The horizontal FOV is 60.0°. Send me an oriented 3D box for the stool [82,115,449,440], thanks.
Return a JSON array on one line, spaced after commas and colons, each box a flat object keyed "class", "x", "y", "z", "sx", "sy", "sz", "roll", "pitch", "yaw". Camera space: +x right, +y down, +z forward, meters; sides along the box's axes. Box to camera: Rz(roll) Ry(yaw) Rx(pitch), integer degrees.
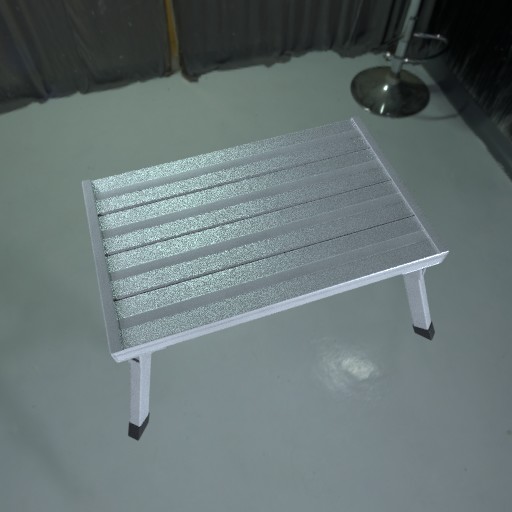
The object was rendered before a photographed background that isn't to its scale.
[{"class": "stool", "x": 0.000, "y": 0.000, "z": 0.722, "sx": 0.535, "sy": 0.225, "sz": 0.385, "roll": -16, "pitch": 60, "yaw": -10}]
